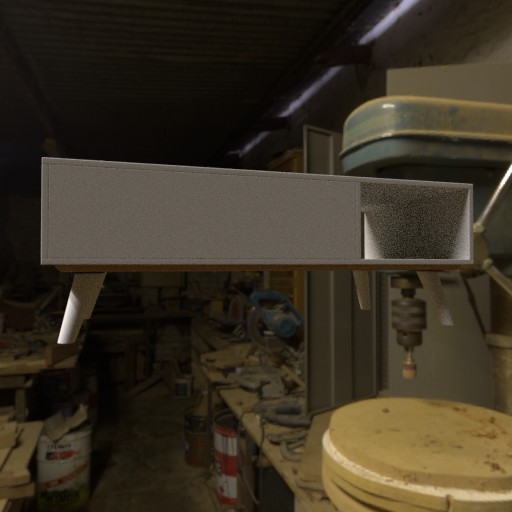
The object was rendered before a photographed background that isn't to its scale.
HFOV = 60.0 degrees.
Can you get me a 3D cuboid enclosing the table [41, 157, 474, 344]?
[{"bbox_3d":[0.000,0.000,1.463,1.194,0.432,0.609,0,-1,-17],"label":"table"}]
